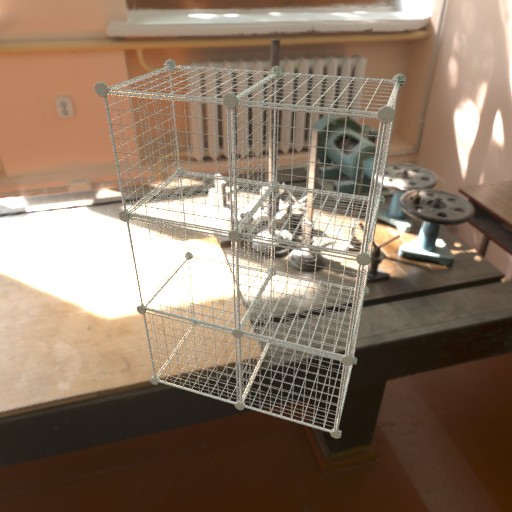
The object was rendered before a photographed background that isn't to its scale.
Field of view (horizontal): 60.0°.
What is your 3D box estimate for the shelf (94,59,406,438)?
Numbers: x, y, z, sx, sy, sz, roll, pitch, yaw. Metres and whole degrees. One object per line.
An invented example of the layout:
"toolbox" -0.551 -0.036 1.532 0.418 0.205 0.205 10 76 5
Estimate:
"shelf" 0.000 0.000 1.405 0.711 1.067 0.356 11 34 16
